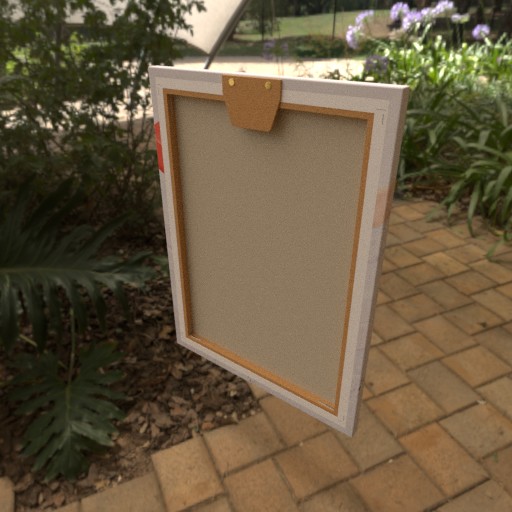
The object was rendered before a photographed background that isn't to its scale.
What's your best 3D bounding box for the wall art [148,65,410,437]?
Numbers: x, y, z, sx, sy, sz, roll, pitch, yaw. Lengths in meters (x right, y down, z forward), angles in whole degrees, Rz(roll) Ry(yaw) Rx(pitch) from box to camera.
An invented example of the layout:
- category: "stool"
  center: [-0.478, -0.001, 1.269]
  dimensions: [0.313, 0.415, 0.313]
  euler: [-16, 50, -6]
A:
- category: "wall art"
  center: [0.000, 0.000, 1.332]
  dimensions: [0.759, 1.014, 0.045]
  euler: [19, 34, 32]
